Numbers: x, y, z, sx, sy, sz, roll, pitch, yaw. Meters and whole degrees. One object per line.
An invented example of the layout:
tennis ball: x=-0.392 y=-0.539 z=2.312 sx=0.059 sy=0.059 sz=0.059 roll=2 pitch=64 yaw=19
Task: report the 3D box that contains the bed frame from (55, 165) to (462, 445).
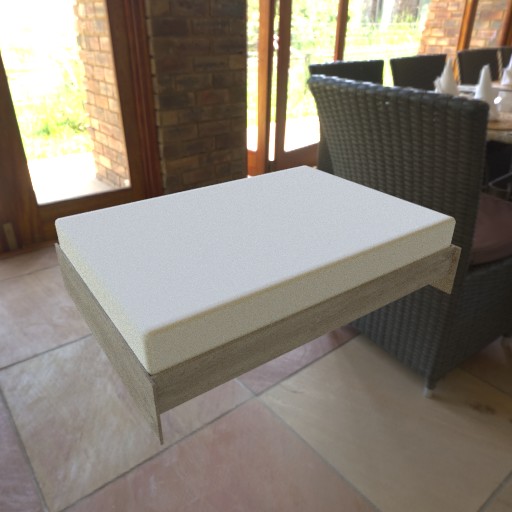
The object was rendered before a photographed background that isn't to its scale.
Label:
bed frame: x=0.000 y=0.000 z=2.669 sx=1.945 sy=0.497 sz=1.445 roll=-18 pitch=33 yaw=-31
